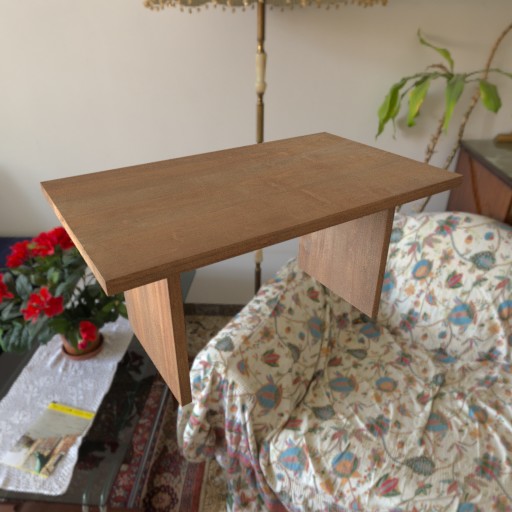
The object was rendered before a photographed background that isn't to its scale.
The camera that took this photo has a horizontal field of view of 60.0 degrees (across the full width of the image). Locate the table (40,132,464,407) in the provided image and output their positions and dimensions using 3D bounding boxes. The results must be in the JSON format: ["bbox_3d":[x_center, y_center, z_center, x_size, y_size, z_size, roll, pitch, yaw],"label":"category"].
[{"bbox_3d":[0.000,0.000,2.138,1.609,0.780,0.946,-18,34,-28],"label":"table"}]
